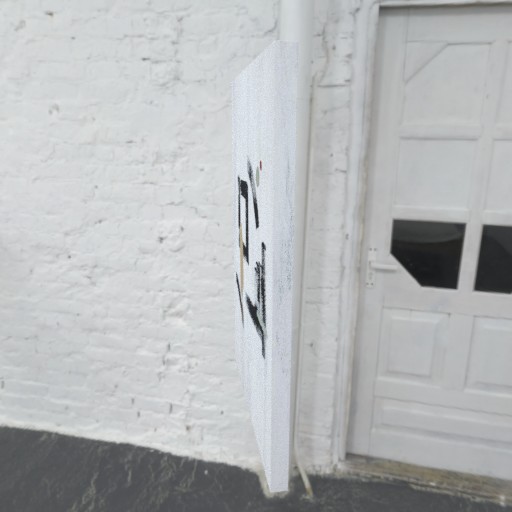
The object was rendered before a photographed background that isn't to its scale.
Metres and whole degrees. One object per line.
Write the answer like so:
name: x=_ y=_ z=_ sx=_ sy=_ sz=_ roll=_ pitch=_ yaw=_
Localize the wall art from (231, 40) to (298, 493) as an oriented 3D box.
wall art: x=0.000 y=0.000 z=1.156 sx=0.043 sy=0.914 sz=0.624 roll=-3 pitch=16 yaw=-9
